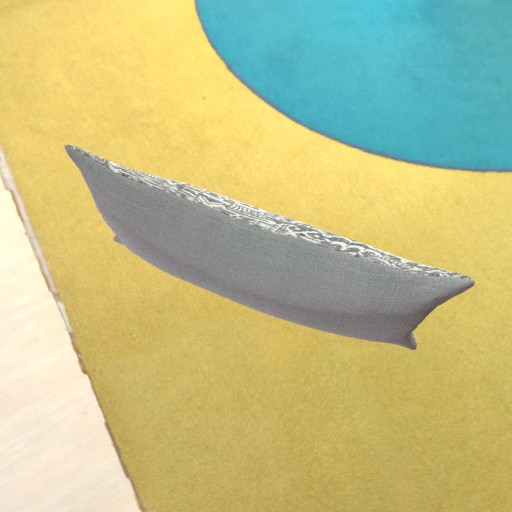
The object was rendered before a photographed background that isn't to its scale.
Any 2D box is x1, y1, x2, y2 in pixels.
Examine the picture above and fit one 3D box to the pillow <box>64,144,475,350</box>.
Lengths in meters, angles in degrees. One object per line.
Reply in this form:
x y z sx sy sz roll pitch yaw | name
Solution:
0.000 0.000 0.738 0.631 0.290 0.148 19 64 10 | pillow
